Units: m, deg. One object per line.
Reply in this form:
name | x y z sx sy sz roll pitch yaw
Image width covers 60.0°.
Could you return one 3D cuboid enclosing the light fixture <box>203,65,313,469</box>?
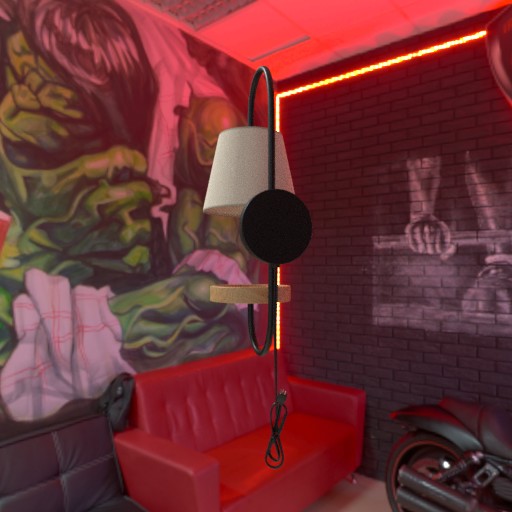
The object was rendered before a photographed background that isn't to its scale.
light fixture | 0.000 0.000 0.984 0.220 0.821 0.299 1 -2 -18
